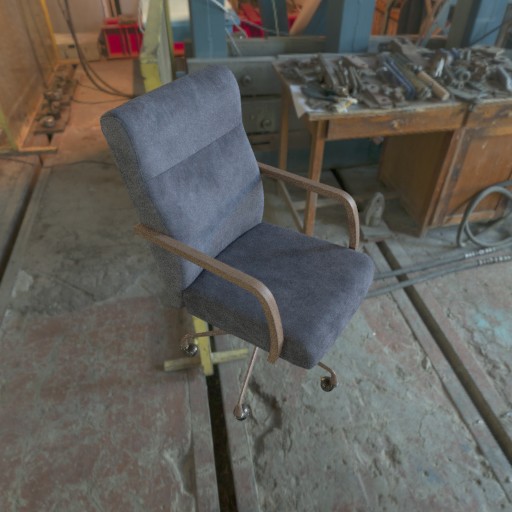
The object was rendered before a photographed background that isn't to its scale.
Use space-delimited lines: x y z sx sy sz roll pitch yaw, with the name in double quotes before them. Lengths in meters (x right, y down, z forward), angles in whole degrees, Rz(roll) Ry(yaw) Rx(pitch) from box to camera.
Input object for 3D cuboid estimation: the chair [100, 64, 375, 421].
"chair" 0.000 0.000 1.503 0.741 1.029 0.640 24 47 25
